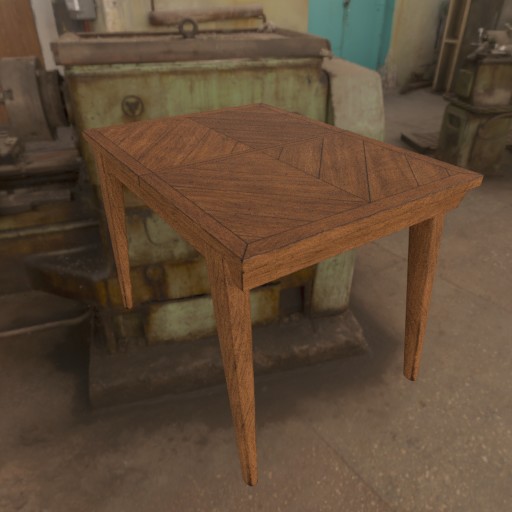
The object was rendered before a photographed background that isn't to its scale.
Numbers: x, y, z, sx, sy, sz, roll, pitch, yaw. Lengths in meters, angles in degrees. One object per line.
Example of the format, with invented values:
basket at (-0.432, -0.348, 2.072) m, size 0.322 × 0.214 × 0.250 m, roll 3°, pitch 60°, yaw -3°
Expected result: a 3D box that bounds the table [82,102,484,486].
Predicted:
table at (0.000, 0.000, 1.548) m, size 0.757 × 0.760 × 1.027 m, roll -19°, pitch 36°, yaw -29°
